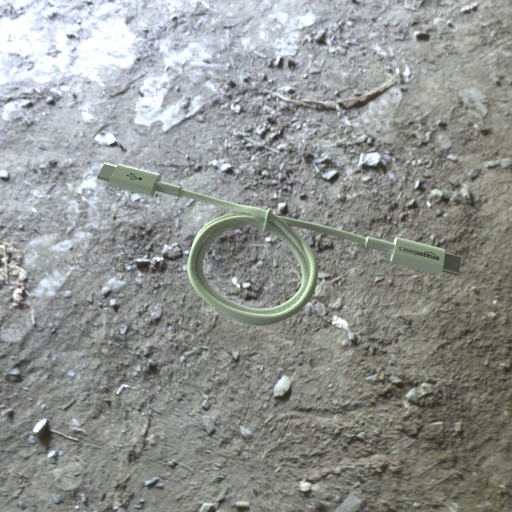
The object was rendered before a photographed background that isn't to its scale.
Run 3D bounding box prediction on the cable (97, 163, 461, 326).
[{"bbox_3d":[0.000,0.000,0.227,0.203,0.014,0.070,15,65,7],"label":"cable"}]
